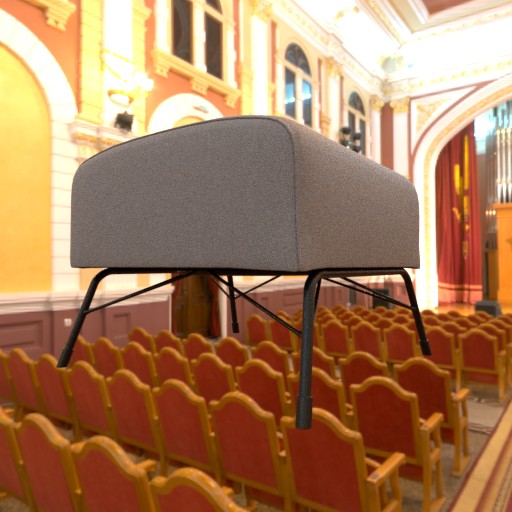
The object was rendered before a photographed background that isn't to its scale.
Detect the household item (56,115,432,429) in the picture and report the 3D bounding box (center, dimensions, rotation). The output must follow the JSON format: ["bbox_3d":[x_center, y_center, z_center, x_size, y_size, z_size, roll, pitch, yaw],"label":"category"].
[{"bbox_3d":[0.000,0.000,0.874,0.530,0.410,0.530,-1,-2,36],"label":"household item"}]
